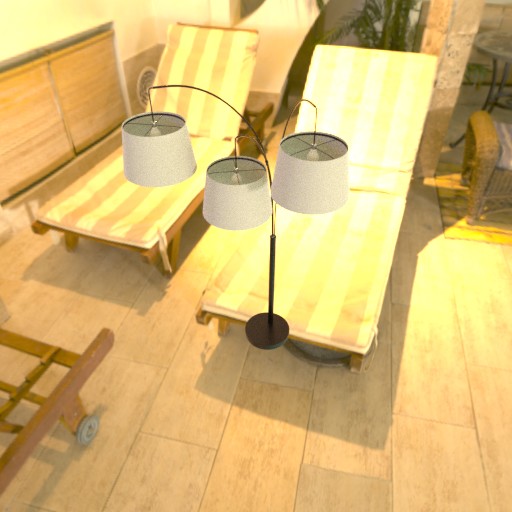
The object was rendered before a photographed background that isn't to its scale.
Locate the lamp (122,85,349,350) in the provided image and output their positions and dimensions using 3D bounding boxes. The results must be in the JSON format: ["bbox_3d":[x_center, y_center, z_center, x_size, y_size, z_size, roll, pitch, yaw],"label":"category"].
[{"bbox_3d":[0.000,0.000,2.436,0.951,1.950,0.924,12,41,14],"label":"lamp"}]
